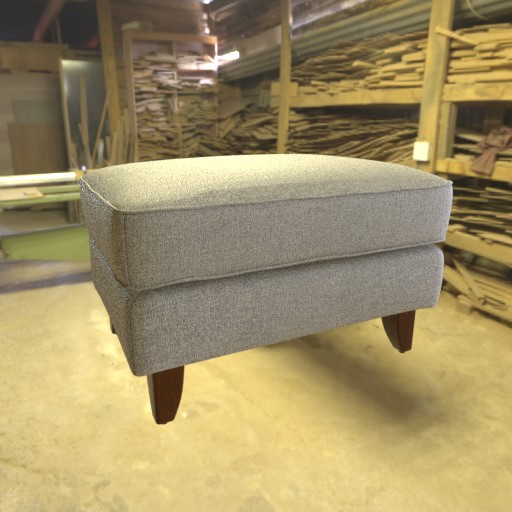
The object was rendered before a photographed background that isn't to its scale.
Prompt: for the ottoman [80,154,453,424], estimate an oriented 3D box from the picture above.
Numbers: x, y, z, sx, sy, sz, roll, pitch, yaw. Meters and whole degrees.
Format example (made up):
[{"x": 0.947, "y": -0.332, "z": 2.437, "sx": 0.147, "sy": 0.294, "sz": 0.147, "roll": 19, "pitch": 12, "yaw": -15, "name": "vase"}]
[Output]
[{"x": 0.000, "y": 0.000, "z": 1.298, "sx": 0.889, "sy": 0.561, "sz": 0.661, "roll": -8, "pitch": 19, "yaw": -26, "name": "ottoman"}]
